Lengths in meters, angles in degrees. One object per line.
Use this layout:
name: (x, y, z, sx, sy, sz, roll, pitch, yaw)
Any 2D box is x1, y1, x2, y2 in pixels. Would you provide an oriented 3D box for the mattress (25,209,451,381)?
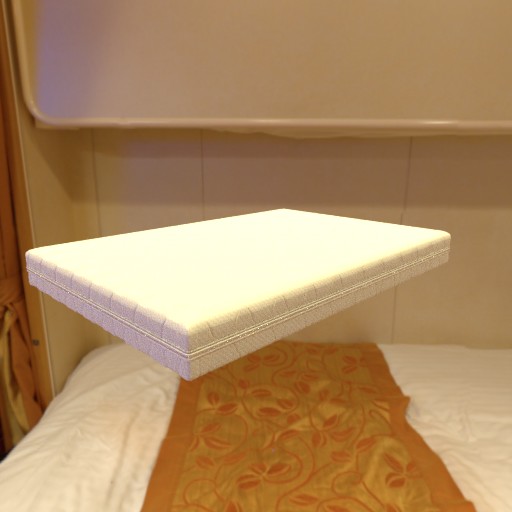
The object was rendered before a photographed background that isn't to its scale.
mattress: (0.000, 0.000, 2.517, 1.400, 0.200, 2.000, 14, 20, 43)
